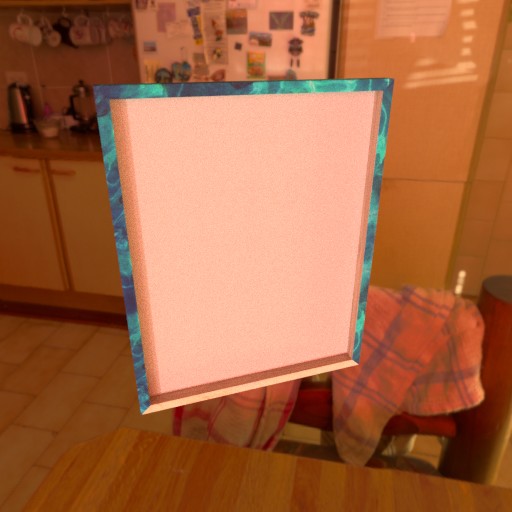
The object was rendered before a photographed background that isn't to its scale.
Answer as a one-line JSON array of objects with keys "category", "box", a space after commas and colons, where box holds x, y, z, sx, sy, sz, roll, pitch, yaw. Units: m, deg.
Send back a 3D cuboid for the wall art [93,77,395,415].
[{"category": "wall art", "box": [0.000, 0.000, 1.034, 0.609, 0.760, 0.038, -8, 26, -17]}]
